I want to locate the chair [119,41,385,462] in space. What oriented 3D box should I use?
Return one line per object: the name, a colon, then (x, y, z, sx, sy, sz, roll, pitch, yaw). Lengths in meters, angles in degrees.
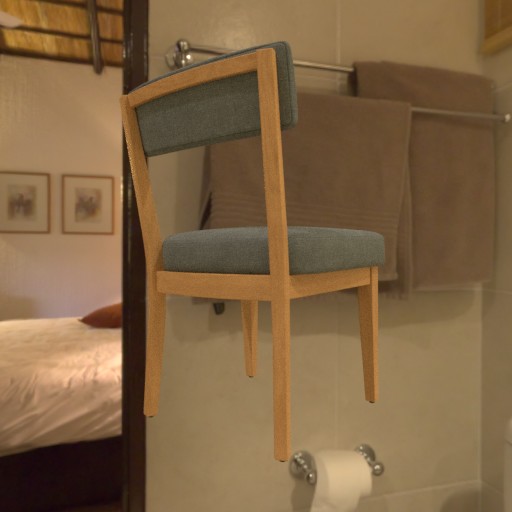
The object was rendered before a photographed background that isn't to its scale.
chair: (0.000, 0.000, 1.168, 0.508, 0.832, 0.572, 0, 1, 37)
